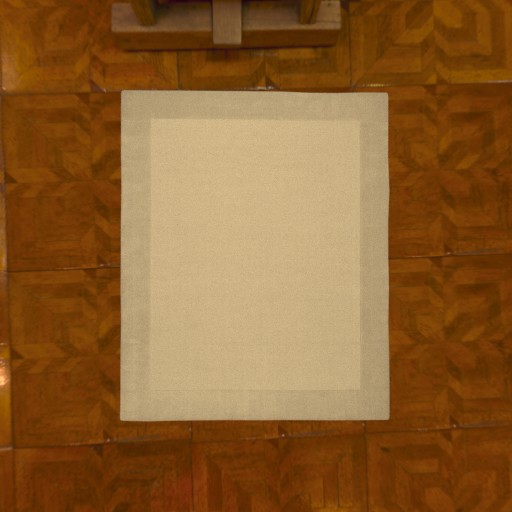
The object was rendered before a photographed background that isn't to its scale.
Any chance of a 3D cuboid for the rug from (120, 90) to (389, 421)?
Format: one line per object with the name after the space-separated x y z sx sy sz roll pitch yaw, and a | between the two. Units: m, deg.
0.000 0.000 4.001 2.430 0.018 2.976 0 90 -2 | rug
